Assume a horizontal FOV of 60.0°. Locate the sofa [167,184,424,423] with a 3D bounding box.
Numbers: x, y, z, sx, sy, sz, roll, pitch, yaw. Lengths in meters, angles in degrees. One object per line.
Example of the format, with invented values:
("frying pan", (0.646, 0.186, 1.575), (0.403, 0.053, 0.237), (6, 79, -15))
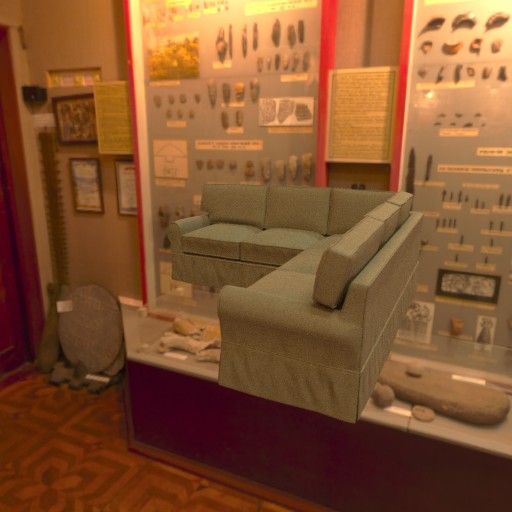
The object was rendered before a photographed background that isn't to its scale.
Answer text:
("sofa", (0.000, 0.000, 4.097), (2.618, 1.081, 2.623), (8, 17, 25))
